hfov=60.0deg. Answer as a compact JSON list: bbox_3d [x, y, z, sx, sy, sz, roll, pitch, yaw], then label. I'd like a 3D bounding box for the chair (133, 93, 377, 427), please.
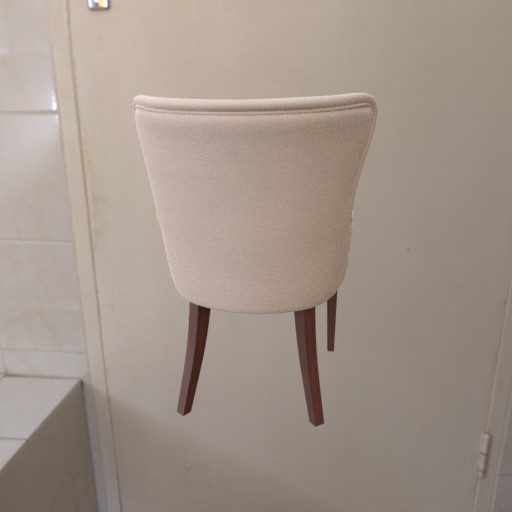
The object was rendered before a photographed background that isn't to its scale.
[{"bbox_3d":[0.000,0.000,1.476,0.696,0.990,0.744,2,16,7],"label":"chair"}]
